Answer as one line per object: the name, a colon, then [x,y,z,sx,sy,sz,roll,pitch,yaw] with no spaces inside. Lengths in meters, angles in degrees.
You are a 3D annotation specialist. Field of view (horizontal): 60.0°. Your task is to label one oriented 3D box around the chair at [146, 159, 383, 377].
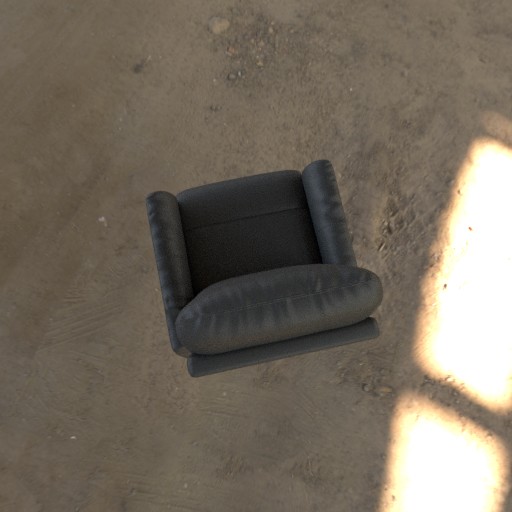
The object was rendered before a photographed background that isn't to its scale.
chair: [0.000,0.000,1.714,0.775,1.082,0.831,-12,74,-3]
